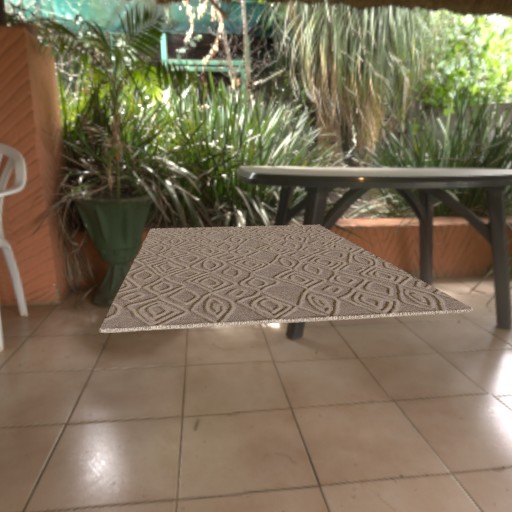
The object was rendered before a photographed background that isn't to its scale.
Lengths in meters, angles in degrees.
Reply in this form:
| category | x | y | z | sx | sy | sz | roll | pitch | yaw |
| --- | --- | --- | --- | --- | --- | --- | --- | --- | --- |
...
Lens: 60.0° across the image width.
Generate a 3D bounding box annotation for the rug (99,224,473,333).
| category | x | y | z | sx | sy | sz | roll | pitch | yaw |
| --- | --- | --- | --- | --- | --- | --- | --- | --- | --- |
| rug | 0.000 | 0.000 | 2.288 | 1.224 | 0.016 | 1.832 | -2 | 13 | -8 |
